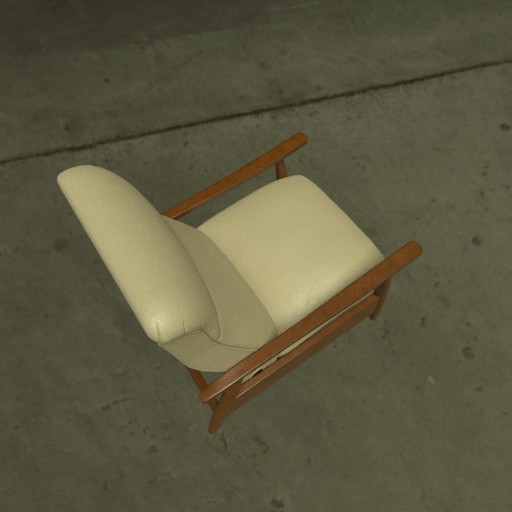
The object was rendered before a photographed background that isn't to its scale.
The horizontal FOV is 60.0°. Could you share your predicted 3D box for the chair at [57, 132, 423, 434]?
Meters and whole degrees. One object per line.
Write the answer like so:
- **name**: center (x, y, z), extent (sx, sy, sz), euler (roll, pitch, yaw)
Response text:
- **chair**: center (0.000, 0.000, 1.746), extent (1.014, 1.082, 0.762), euler (-30, 64, -17)
